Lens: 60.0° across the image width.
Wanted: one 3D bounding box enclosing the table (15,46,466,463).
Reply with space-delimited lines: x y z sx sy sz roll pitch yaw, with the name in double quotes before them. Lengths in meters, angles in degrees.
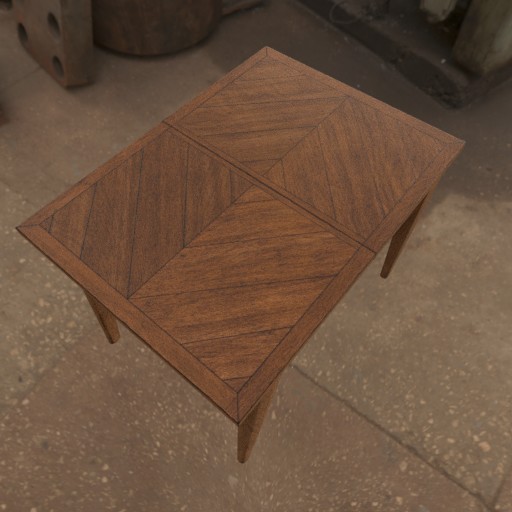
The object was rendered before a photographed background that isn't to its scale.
"table" 0.000 0.000 1.541 0.757 0.760 1.027 35 64 20
